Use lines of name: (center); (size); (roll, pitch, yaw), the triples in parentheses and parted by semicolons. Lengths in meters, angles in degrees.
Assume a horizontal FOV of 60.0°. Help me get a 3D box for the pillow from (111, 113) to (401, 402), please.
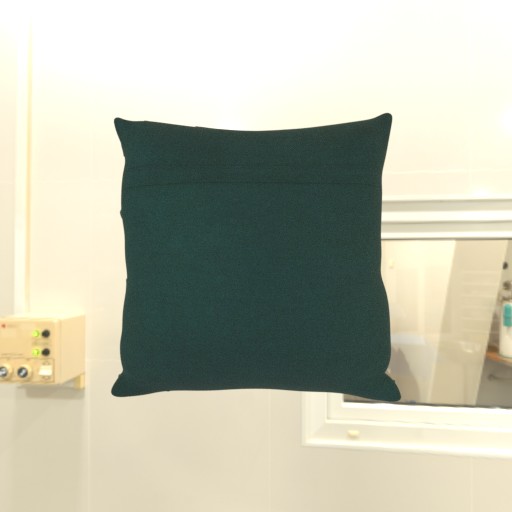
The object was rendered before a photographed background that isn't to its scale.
pillow: (0.000, 0.000, 0.683); (0.439, 0.440, 0.184); (0, -1, 0)
